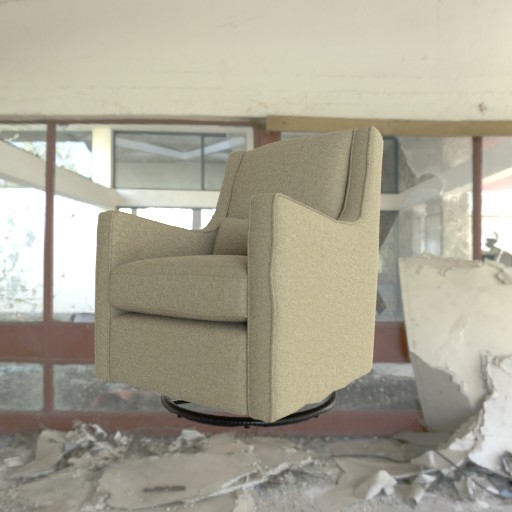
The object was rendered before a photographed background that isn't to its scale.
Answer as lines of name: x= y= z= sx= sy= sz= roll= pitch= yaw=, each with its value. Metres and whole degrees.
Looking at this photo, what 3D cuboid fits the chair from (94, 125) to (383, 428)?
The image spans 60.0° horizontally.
chair: x=0.000 y=0.000 z=1.600 sx=0.732 sy=0.993 sz=0.879 roll=-1 pitch=-1 yaw=36
